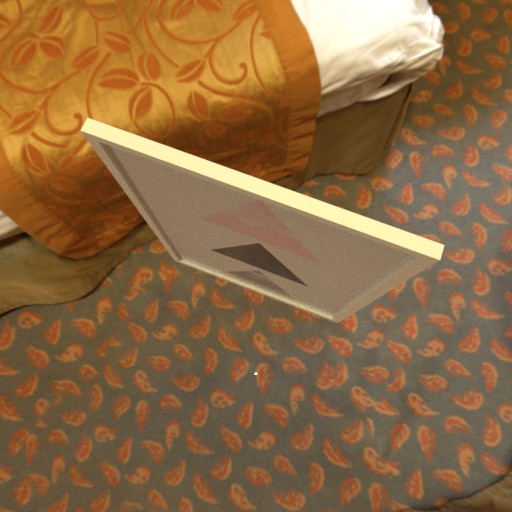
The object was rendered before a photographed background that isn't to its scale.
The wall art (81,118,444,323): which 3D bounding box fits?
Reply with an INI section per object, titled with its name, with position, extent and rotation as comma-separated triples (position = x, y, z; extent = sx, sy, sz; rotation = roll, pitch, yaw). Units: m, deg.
[wall art]
position = 0.000, 0.000, 0.559
extent = 0.303, 0.433, 0.013
rotation = 21, 76, 5
